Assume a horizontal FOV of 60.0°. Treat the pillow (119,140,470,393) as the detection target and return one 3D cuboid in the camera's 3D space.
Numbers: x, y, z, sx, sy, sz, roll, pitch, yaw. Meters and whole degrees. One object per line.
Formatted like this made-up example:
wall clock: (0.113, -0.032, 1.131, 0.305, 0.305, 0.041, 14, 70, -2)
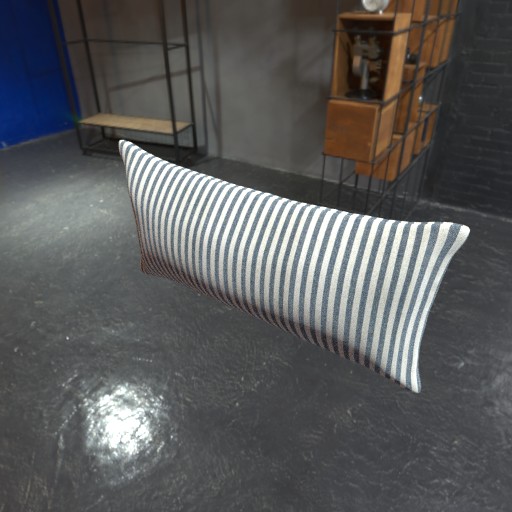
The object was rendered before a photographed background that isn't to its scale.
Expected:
pillow: (0.000, 0.000, 0.752, 0.617, 0.295, 0.151, 20, 37, 28)
